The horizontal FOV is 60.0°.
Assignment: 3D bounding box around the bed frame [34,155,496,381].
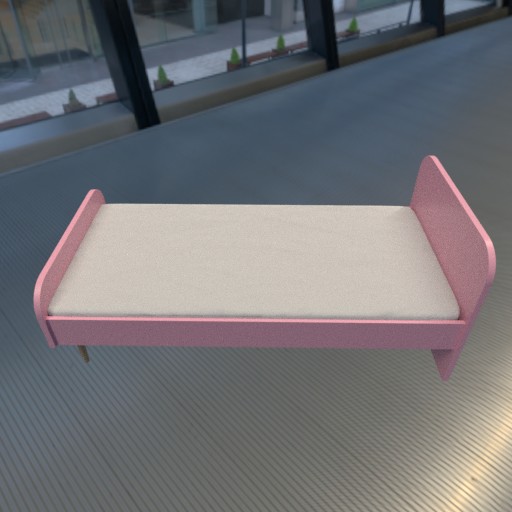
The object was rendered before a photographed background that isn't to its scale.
[{"bbox_3d":[0.000,0.000,2.395,1.963,0.805,0.998,1,39,1],"label":"bed frame"}]
